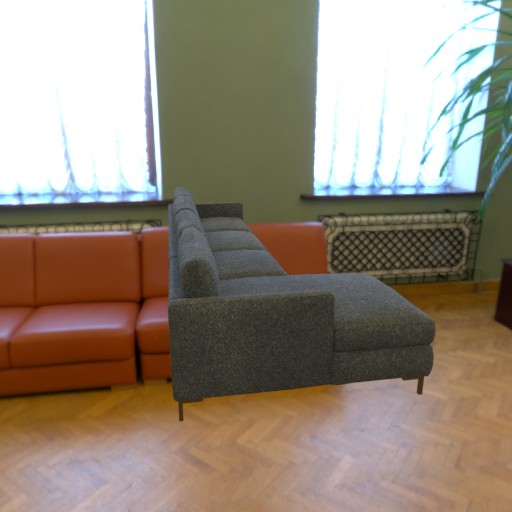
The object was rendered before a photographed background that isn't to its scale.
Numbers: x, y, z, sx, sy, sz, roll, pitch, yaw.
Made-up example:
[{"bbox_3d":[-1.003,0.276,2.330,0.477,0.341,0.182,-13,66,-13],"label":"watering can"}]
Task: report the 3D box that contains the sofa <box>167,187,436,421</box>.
[{"bbox_3d":[0.000,0.000,3.495,1.350,0.810,2.932,-3,16,-10],"label":"sofa"}]
